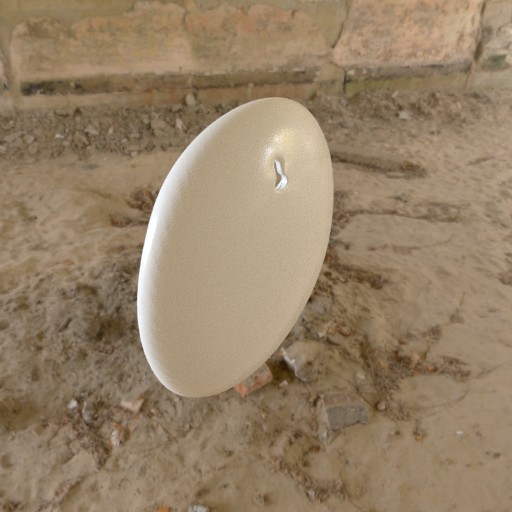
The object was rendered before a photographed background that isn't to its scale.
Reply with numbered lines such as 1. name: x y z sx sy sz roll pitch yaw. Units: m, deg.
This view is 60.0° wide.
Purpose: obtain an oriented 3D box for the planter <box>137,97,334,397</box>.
1. planter: 0.000 0.000 0.277 0.043 0.188 0.185 22 38 30
